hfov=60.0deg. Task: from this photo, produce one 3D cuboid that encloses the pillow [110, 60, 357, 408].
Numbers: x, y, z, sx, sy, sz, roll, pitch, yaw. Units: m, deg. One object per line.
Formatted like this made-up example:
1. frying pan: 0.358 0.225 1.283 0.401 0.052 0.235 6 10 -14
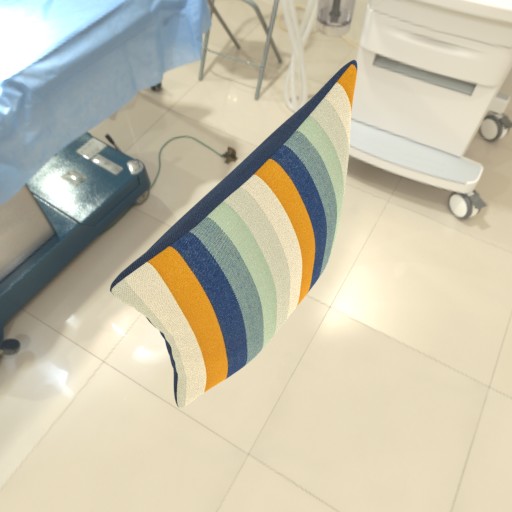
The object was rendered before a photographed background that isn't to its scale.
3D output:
1. pillow: 0.000 0.000 0.717 0.173 0.454 0.463 33 63 19
